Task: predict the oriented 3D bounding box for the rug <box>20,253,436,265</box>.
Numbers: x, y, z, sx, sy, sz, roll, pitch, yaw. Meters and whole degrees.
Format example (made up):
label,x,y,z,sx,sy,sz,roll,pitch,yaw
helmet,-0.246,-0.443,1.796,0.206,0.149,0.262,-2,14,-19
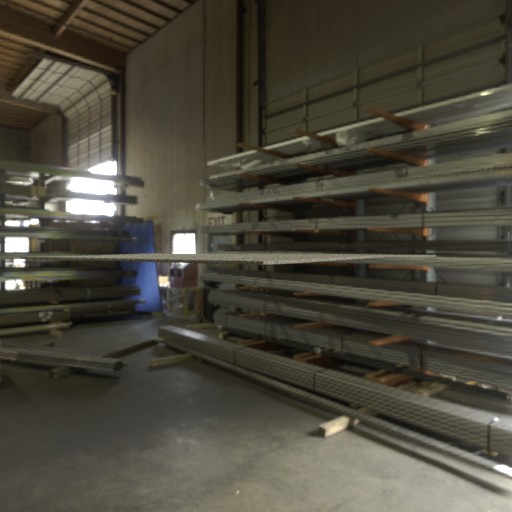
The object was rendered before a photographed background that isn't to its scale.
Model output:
label,x,y,z,sx,sy,sz,roll,pitch,yaw
rug,0.000,0.000,4.721,2.757,0.051,3.626,1,1,36
